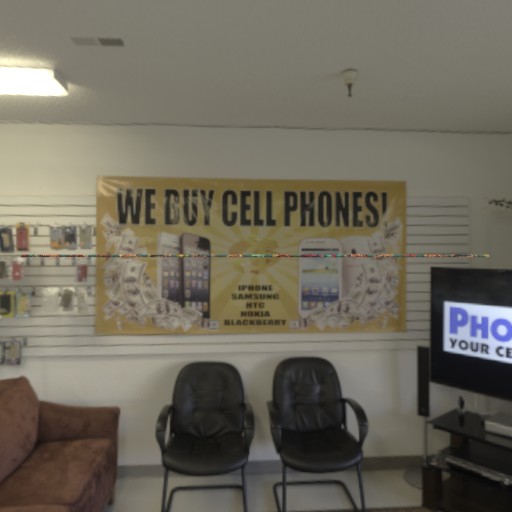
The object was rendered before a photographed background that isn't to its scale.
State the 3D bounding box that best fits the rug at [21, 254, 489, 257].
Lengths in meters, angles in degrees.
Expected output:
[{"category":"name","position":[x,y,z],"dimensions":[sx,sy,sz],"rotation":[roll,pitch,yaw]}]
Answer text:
[{"category":"rug","position":[0.000,0.000,2.482],"dimensions":[2.286,0.013,0.686],"rotation":[0,0,-1]}]
